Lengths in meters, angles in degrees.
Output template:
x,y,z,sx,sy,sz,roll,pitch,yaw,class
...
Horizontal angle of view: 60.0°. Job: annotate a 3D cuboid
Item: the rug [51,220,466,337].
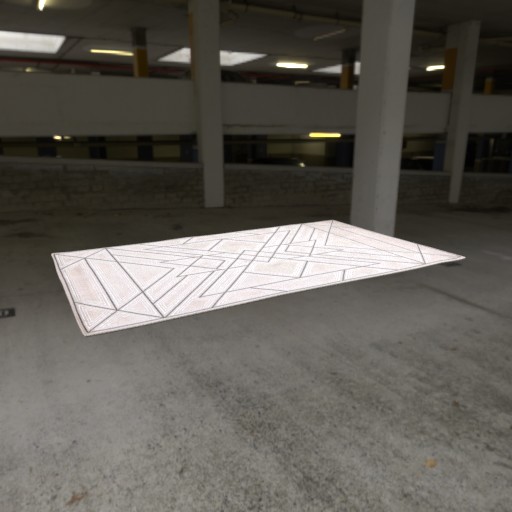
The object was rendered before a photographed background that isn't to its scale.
x,y,z,sx,sy,sz,roll,pitch,yaw,class
0.000,0.000,1.072,0.869,0.008,0.511,-9,18,-27,rug
